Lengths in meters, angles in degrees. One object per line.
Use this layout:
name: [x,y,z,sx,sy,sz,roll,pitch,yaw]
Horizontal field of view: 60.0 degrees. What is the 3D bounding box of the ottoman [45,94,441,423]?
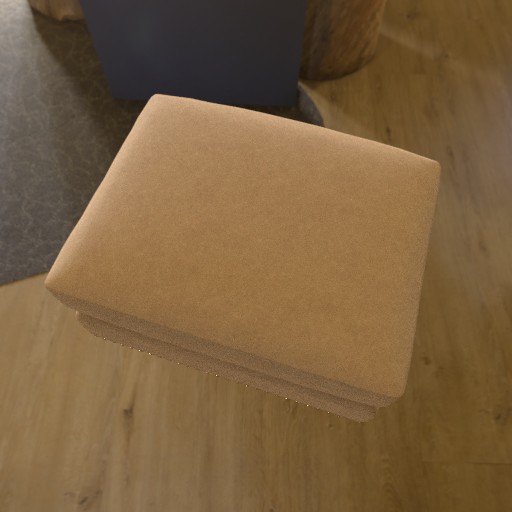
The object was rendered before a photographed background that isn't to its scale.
ottoman: [0.000,0.000,1.120,0.741,0.513,0.584,16,65,8]
